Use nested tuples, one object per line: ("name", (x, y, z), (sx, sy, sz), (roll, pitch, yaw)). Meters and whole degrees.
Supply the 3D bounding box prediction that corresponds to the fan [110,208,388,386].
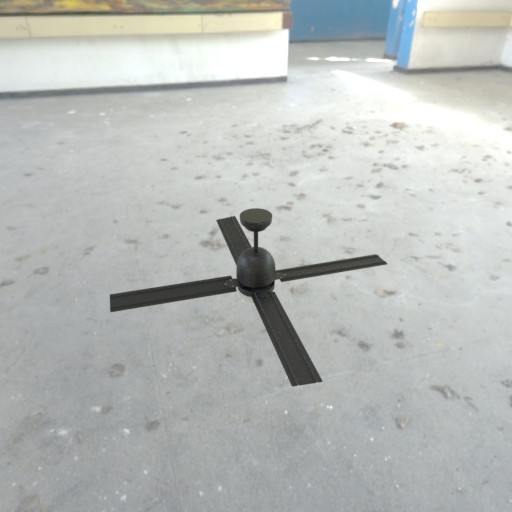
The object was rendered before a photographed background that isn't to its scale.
("fan", (0.000, 0.000, 2.008), (1.319, 0.410, 1.319), (-9, 33, -15))
